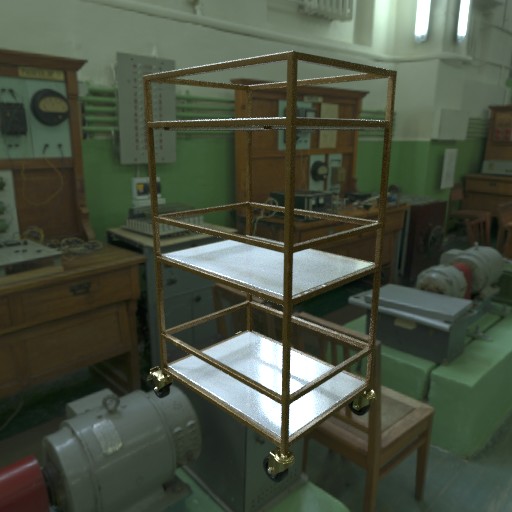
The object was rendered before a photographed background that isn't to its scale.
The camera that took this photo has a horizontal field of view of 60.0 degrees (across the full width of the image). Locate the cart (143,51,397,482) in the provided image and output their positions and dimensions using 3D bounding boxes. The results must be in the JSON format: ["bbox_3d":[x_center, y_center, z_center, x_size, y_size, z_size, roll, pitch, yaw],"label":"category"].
[{"bbox_3d":[0.000,0.000,0.997,0.332,0.761,0.483,-15,21,-43],"label":"cart"}]
